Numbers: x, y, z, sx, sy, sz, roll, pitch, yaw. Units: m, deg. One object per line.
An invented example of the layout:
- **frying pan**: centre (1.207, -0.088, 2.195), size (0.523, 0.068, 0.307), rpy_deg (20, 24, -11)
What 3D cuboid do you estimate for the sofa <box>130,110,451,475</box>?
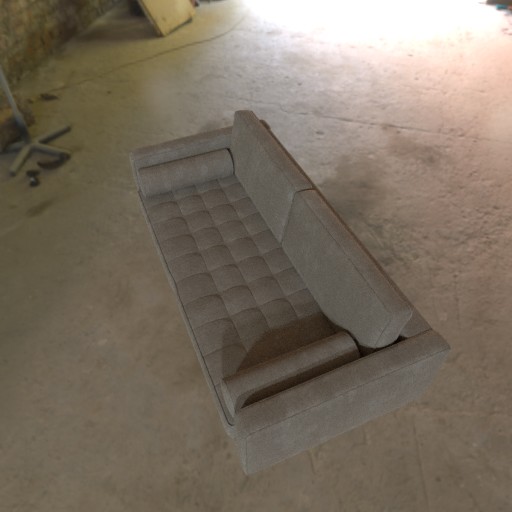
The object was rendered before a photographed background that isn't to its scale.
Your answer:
- **sofa**: centre (0.000, 0.000, 2.328), size (0.920, 0.769, 1.883), rpy_deg (-18, 50, -15)
